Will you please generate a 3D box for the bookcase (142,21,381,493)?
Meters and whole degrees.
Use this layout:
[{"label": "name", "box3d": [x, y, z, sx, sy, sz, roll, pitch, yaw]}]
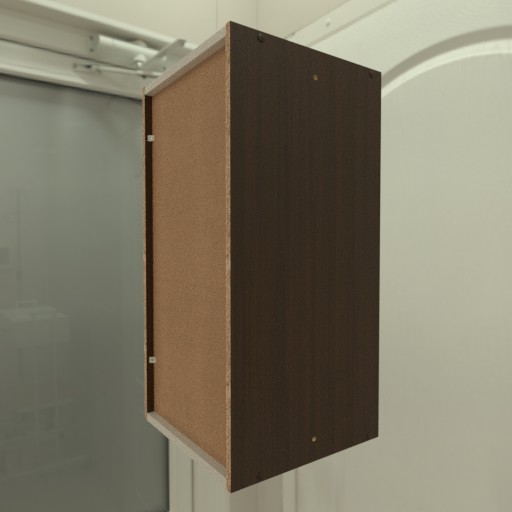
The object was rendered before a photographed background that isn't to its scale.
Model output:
[{"label": "bookcase", "box3d": [0.000, 0.000, 0.767, 0.290, 0.600, 0.300, -1, 2, -35]}]
